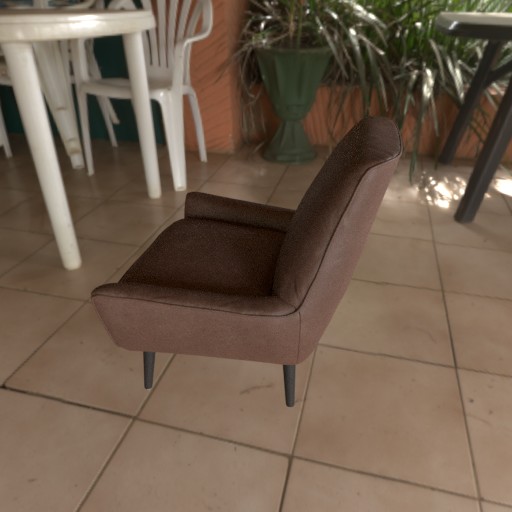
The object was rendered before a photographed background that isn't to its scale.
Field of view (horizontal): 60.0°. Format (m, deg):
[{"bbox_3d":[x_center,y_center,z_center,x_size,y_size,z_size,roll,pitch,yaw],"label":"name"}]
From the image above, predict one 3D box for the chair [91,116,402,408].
[{"bbox_3d":[0.000,0.000,1.513,0.824,0.888,0.787,7,31,12],"label":"chair"}]
